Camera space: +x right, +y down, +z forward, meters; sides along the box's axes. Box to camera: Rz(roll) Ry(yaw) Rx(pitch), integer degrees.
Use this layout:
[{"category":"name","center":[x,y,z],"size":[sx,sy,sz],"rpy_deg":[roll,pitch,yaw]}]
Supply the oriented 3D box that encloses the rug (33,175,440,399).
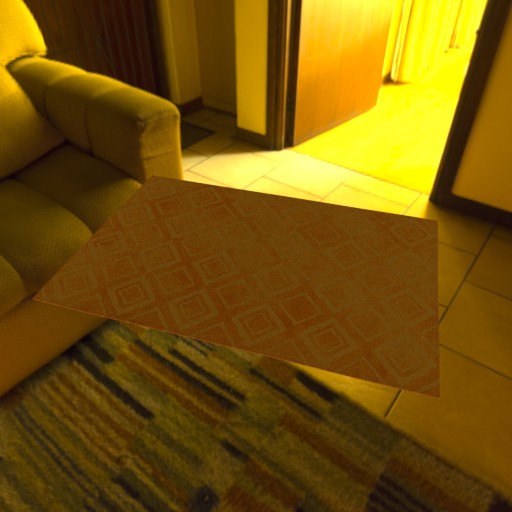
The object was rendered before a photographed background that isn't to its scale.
[{"category":"rug","center":[0.000,0.000,2.321],"size":[1.829,0.010,1.213],"rpy_deg":[11,41,13]}]
